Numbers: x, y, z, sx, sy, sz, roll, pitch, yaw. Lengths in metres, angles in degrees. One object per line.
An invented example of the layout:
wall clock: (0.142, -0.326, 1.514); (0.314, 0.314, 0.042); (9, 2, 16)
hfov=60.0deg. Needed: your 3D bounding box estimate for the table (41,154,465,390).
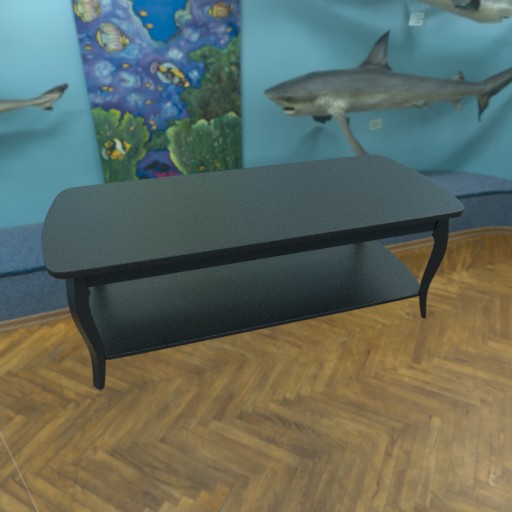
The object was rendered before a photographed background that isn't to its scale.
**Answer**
table: (0.000, 0.000, 1.611); (1.333, 0.457, 0.571); (-9, 33, -14)
